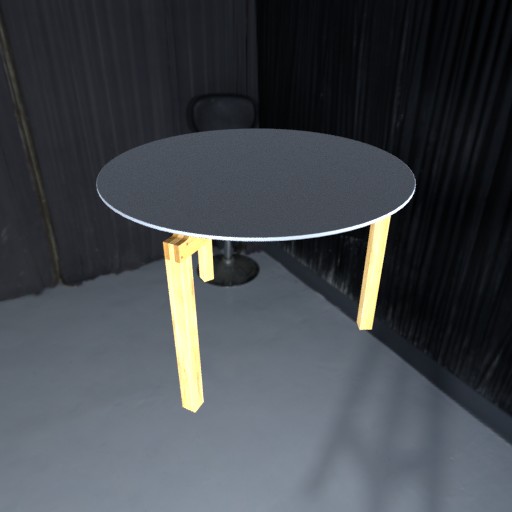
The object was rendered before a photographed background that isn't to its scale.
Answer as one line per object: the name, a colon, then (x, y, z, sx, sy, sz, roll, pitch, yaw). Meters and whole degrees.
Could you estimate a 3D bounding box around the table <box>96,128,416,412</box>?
table: (0.000, 0.000, 0.974, 0.600, 0.405, 0.600, 0, 30, 0)
